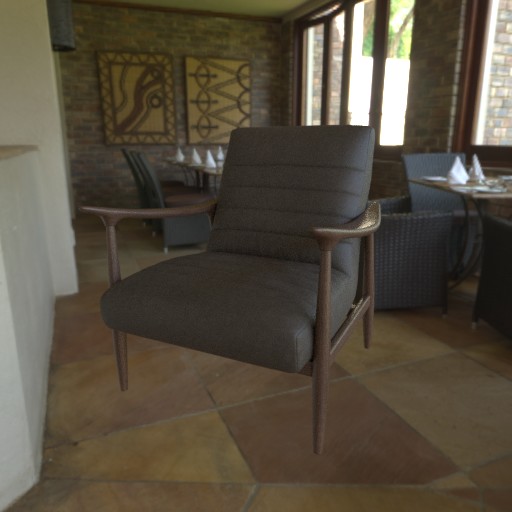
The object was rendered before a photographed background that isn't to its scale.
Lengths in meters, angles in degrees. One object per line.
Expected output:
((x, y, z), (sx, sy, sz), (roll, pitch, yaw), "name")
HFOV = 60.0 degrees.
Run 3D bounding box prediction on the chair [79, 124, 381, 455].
((0.000, 0.000, 1.439), (0.741, 0.831, 0.798), (7, 17, 26), "chair")
